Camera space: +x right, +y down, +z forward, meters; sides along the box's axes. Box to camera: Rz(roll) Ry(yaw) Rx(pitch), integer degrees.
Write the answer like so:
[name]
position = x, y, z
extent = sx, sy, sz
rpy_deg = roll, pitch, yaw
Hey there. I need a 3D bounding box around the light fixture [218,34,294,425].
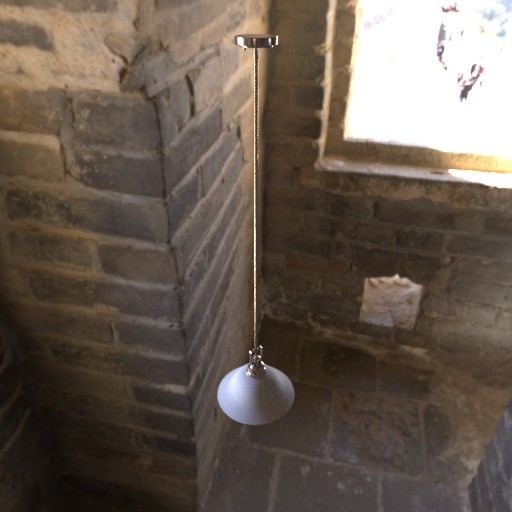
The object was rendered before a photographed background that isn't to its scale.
[light fixture]
position = 0.000, 0.000, 1.516
extent = 0.324, 1.354, 0.324
rpy_deg = -20, 37, -30
